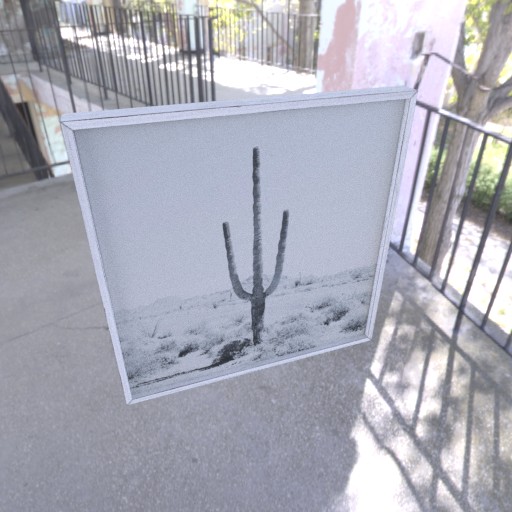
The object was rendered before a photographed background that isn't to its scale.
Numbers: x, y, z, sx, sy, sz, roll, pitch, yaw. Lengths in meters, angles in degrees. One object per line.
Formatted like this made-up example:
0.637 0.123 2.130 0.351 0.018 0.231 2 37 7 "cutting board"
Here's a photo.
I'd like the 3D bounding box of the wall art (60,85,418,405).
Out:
0.000 0.000 0.750 0.508 0.508 0.038 -11 34 -16 "wall art"
